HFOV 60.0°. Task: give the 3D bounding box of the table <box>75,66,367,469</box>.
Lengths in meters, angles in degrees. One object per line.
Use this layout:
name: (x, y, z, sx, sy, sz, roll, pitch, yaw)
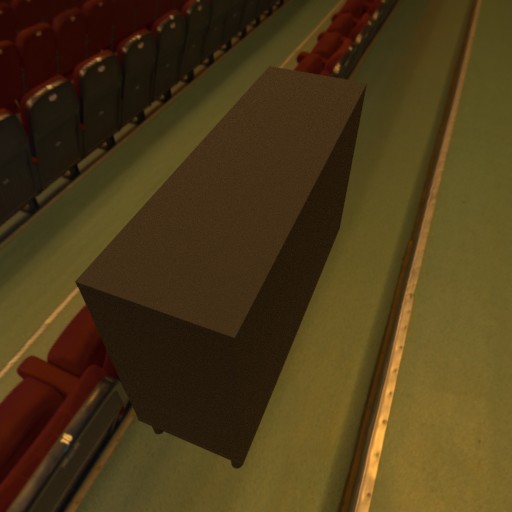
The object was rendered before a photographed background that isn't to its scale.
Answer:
table: (0.000, 0.000, 1.626, 0.400, 0.855, 1.200, 17, 49, 15)
